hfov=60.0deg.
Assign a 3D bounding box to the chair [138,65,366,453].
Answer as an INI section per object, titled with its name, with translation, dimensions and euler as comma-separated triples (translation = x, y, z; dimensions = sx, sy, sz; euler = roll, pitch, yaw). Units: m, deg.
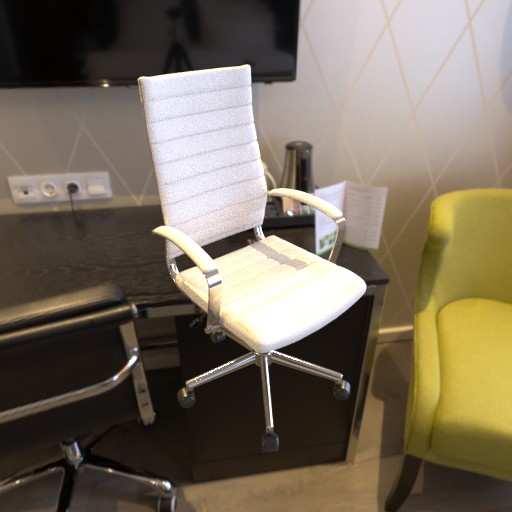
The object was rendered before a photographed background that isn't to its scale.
[chair]
translation = 0.000, 0.000, 1.557
dimensions = 0.679, 1.149, 0.679
euler = -23, 38, -33
